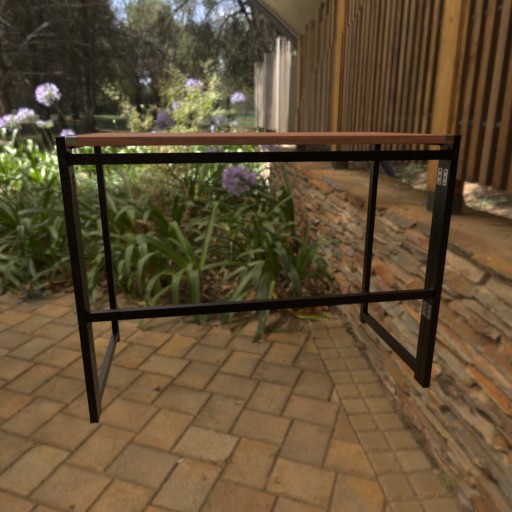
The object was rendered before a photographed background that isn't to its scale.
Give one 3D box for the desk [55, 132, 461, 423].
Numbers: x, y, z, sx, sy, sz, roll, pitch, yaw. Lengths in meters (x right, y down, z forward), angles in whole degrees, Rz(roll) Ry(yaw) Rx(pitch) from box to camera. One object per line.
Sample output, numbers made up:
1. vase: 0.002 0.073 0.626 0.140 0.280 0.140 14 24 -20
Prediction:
1. desk: 0.000 0.000 1.432 1.016 0.762 0.508 -3 17 -9
